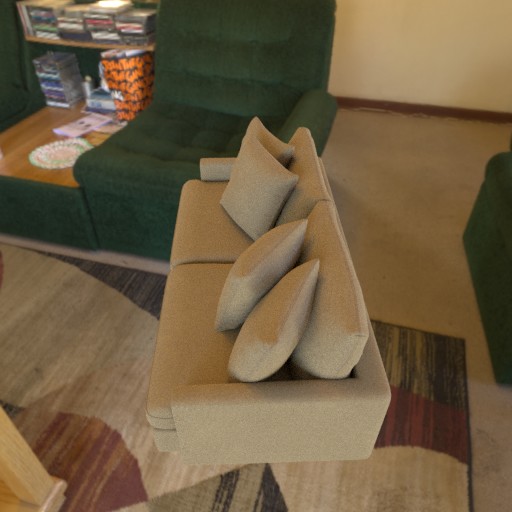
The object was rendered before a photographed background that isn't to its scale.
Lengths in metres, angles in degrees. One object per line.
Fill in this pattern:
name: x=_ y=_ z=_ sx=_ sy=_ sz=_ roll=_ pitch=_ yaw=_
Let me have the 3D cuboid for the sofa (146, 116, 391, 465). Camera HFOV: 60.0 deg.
sofa: x=0.000 y=0.000 z=3.032 sx=1.228 sy=1.084 sz=2.380 roll=-1 pitch=41 yaw=-2
